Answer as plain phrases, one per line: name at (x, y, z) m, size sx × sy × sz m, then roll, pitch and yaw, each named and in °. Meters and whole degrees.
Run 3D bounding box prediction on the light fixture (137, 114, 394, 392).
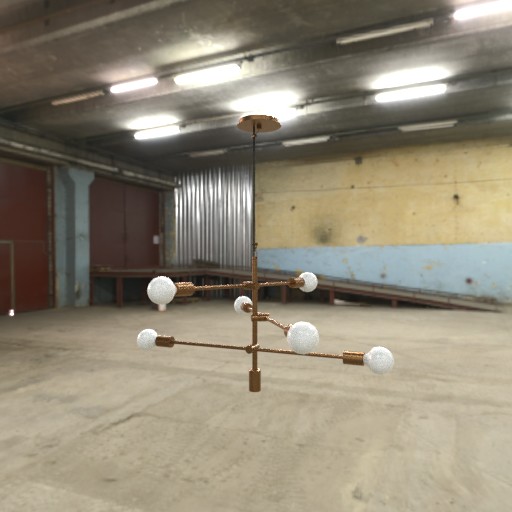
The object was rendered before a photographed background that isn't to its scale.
light fixture at (0.000, 0.000, 1.218) m, size 0.637 × 0.744 × 0.682 m, roll 1°, pitch -1°, yaw -37°
